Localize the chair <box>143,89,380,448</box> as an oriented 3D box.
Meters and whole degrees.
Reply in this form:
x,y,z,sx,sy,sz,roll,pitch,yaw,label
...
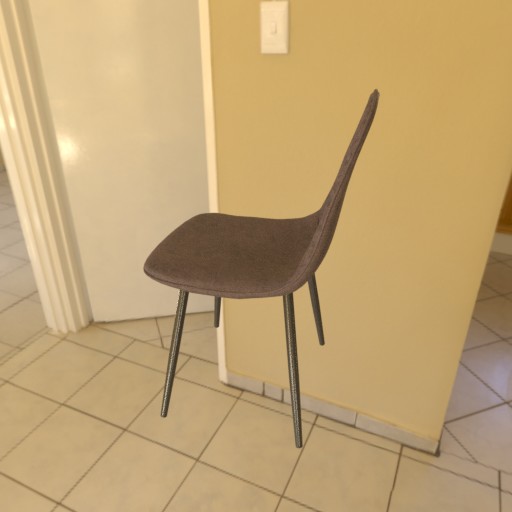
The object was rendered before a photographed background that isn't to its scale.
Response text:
x,y,z,sx,sy,sz,roll,pitch,yaw,label
0.000,0.000,1.237,0.561,0.889,0.472,7,28,14,chair
